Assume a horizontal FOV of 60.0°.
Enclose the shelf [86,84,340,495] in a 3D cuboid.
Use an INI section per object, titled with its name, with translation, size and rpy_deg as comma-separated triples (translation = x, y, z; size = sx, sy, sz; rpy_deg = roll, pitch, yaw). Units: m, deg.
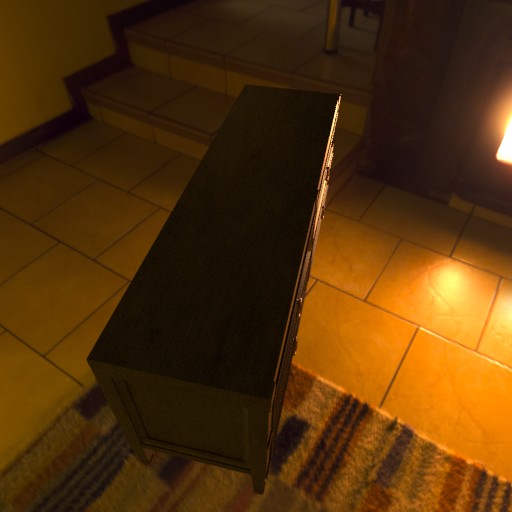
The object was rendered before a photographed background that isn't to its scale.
[shelf]
translation = 0.000, 0.000, 1.835
size = 0.479, 0.719, 1.575
rpy_deg = 10, 46, 9
